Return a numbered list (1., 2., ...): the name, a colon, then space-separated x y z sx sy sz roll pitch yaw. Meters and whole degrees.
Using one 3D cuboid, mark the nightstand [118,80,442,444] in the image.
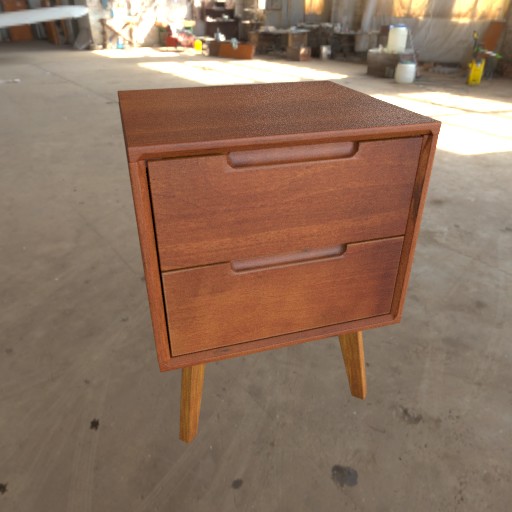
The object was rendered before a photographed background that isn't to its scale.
1. nightstand: 0.000 0.000 0.933 0.460 0.618 0.411 -9 31 -14
